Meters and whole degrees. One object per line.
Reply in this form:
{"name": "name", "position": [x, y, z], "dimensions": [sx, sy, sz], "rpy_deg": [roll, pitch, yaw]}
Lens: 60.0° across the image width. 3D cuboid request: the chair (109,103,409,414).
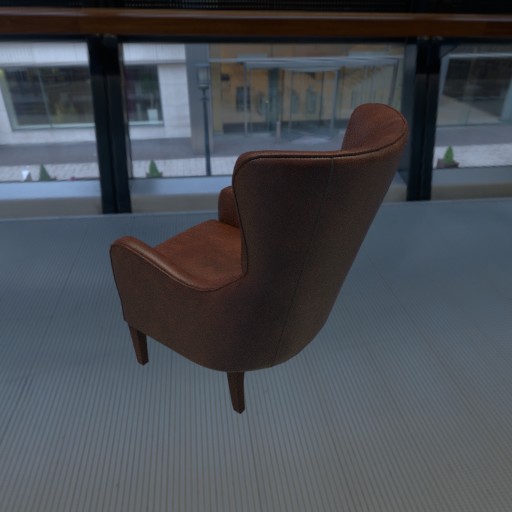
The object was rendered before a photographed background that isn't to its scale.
{"name": "chair", "position": [0.000, 0.000, 1.633], "dimensions": [0.914, 1.048, 0.692], "rpy_deg": [21, 37, 31]}
